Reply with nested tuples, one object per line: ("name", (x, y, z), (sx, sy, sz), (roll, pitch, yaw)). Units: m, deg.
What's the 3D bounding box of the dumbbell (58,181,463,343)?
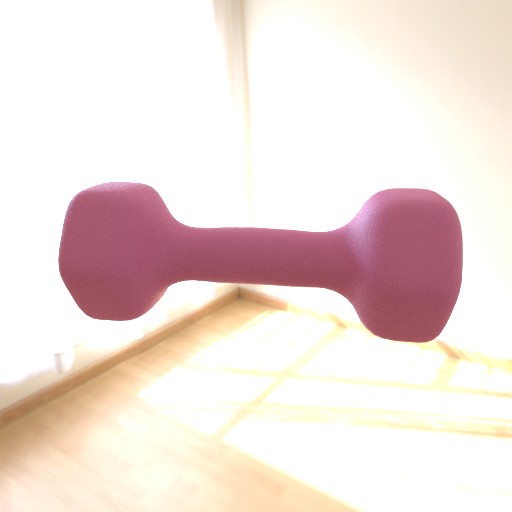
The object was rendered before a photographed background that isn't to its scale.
("dumbbell", (0.000, 0.000, 0.188), (0.159, 0.058, 0.064), (3, 18, 9))
